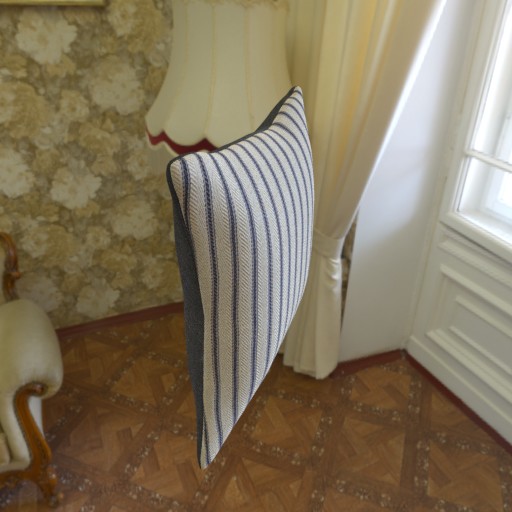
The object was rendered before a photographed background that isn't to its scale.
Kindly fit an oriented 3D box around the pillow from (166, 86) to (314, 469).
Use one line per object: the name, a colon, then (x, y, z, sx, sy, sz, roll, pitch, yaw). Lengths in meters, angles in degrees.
pillow: (0.000, 0.000, 0.700, 0.138, 0.444, 0.468, 10, 31, 17)
